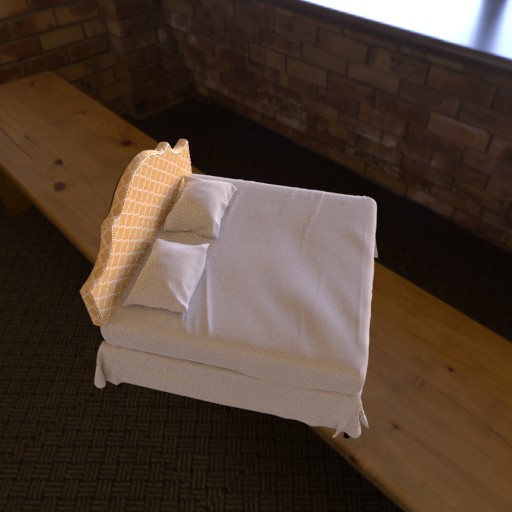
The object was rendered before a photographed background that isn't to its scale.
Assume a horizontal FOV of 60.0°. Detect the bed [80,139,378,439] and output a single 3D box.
[{"bbox_3d":[0.000,0.000,3.786,2.222,1.601,2.314,9,47,9],"label":"bed"}]
